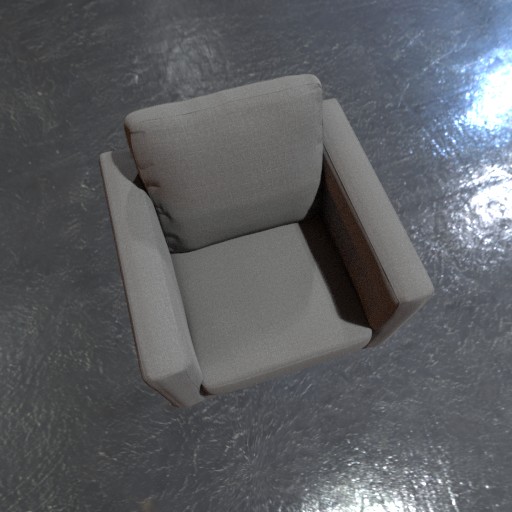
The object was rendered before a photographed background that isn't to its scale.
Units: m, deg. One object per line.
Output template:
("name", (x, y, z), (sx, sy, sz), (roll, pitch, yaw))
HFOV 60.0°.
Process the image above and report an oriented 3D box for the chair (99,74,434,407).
("chair", (0.000, 0.000, 1.551), (0.854, 0.927, 0.800), (-16, 65, -7))
